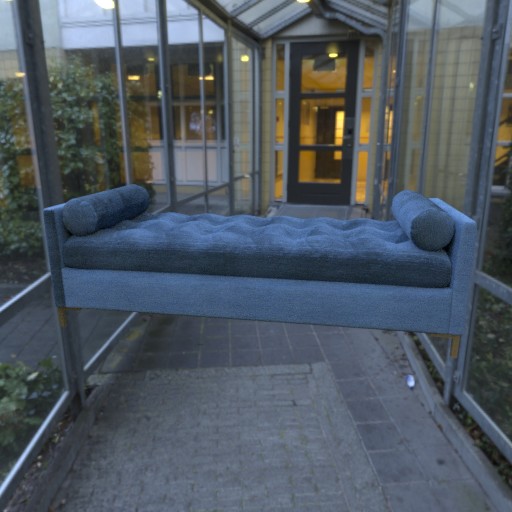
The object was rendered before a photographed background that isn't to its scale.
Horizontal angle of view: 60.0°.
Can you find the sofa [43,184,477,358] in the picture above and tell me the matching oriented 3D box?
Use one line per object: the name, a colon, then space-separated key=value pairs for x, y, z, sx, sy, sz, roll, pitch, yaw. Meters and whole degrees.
sofa: x=0.000 y=0.000 z=2.517 sx=2.102 sy=0.705 sz=0.796 roll=3 pitch=16 yaw=10
